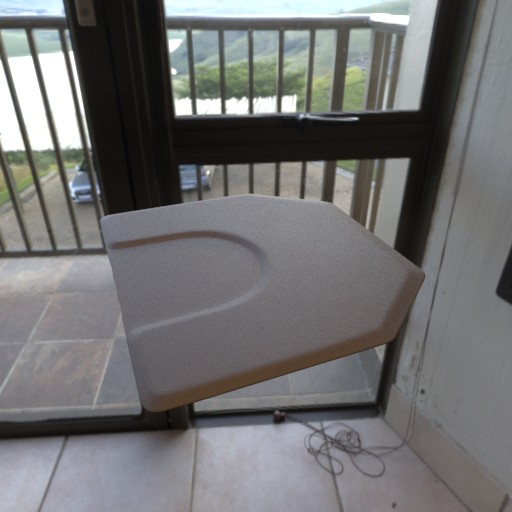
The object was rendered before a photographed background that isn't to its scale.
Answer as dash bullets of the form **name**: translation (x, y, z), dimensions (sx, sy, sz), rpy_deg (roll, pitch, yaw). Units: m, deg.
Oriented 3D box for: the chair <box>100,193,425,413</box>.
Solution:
- **chair**: translation (0.000, 0.000, 1.962), dimensions (1.219, 0.024, 1.372), rpy_deg (-12, 33, -19)
